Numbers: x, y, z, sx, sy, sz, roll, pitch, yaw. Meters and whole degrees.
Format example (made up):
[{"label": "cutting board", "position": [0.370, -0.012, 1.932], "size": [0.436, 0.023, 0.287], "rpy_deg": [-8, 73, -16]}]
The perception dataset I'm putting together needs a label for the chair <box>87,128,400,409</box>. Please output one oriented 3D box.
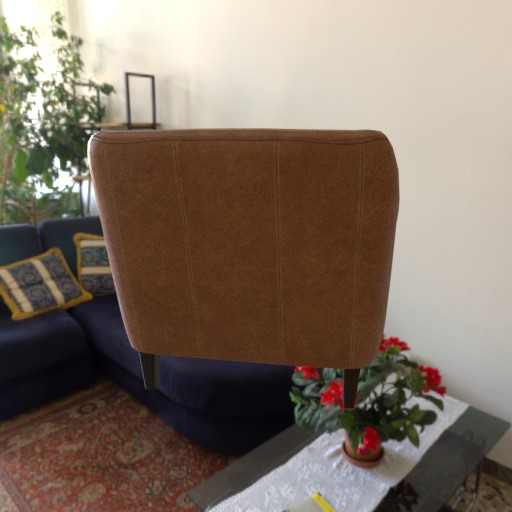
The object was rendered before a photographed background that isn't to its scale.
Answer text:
[{"label": "chair", "position": [0.000, 0.000, 1.803], "size": [1.037, 0.980, 1.034], "rpy_deg": [2, 15, 9]}]
